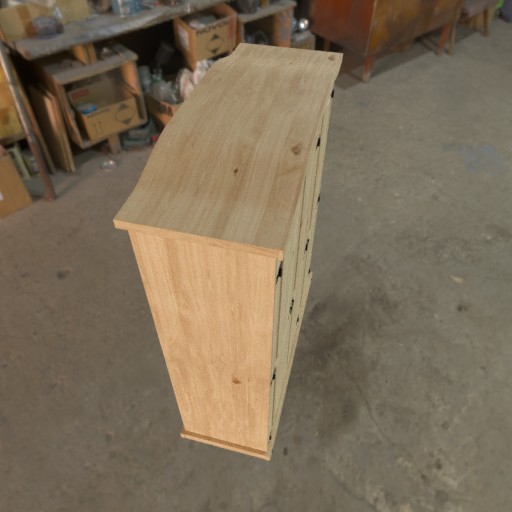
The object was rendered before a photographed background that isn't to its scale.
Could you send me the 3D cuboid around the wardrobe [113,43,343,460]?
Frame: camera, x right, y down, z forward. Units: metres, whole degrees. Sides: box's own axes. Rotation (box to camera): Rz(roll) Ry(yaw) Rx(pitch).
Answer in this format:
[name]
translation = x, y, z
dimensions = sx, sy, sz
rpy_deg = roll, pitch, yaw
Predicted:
[wardrobe]
translation = 0.000, 0.000, 2.511
dimensions = 0.570, 1.870, 1.500
rpy_deg = 11, 47, 10
